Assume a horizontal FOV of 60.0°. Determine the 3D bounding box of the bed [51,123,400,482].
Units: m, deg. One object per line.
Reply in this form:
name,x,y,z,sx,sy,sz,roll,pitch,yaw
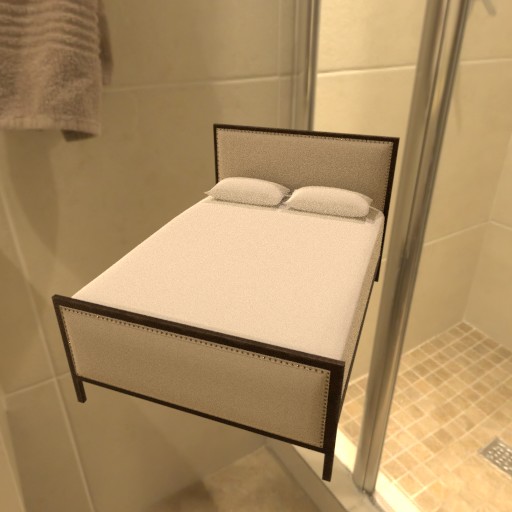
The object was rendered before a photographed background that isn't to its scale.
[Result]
bed,0.000,0.000,3.130,1.607,1.313,2.221,10,29,18
